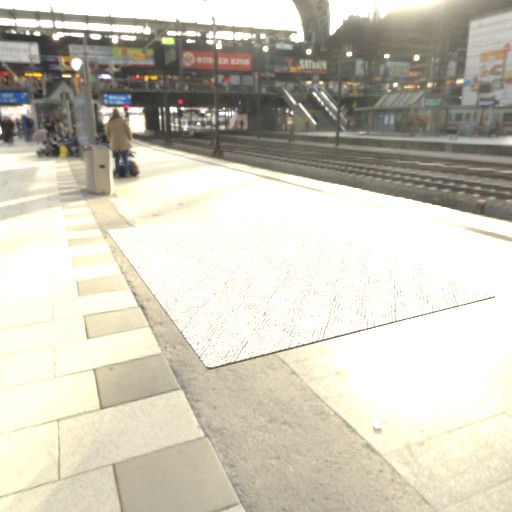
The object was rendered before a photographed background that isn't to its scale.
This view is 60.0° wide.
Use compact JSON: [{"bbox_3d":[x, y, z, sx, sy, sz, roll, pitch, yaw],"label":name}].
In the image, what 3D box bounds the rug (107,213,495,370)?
[{"bbox_3d":[0.000,0.000,2.217,1.175,0.008,1.783,-8,19,-25],"label":"rug"}]
